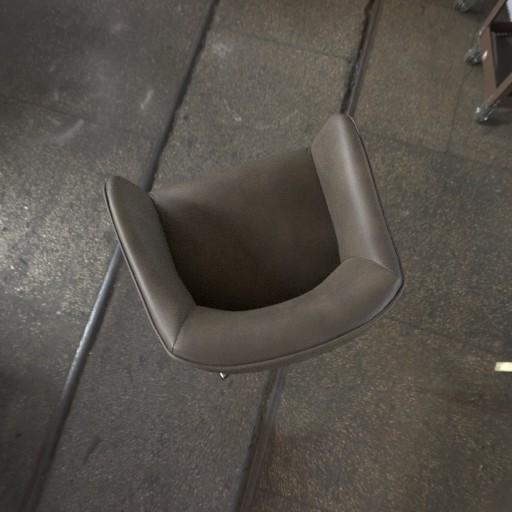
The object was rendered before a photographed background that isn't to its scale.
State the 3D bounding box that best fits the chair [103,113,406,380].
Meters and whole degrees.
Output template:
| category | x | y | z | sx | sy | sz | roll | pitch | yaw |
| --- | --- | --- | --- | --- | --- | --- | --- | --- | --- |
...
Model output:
| category | x | y | z | sx | sy | sz | roll | pitch | yaw |
| --- | --- | --- | --- | --- | --- | --- | --- | --- | --- |
| chair | 0.000 | 0.000 | 1.354 | 0.713 | 0.827 | 0.689 | -17 | 77 | -4 |
